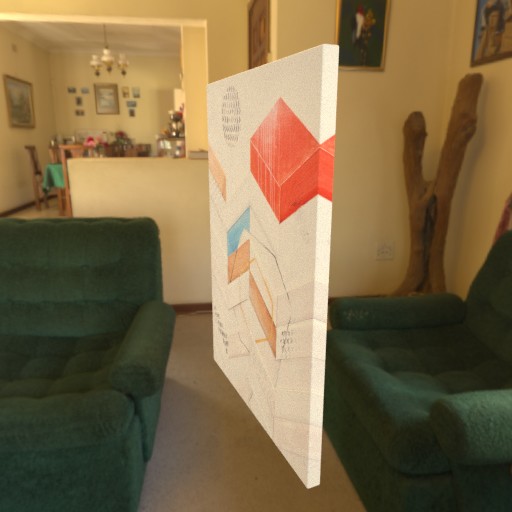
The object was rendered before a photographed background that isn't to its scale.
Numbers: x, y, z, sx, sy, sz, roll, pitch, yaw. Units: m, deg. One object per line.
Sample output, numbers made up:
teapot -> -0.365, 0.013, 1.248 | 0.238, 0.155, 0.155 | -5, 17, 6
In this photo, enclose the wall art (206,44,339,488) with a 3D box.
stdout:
wall art -> 0.000, 0.000, 1.087 | 0.036, 0.848, 0.613 | -6, 16, -23
